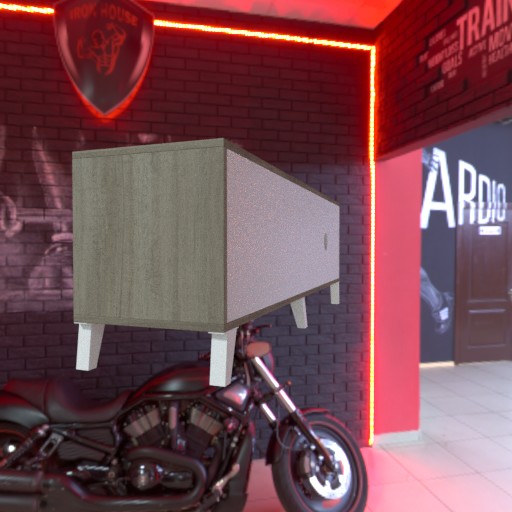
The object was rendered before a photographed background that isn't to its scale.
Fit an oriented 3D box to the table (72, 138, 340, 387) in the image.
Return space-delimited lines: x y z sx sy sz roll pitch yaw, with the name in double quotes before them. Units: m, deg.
"table" 0.000 0.000 1.712 0.400 0.530 1.500 0 1 20
